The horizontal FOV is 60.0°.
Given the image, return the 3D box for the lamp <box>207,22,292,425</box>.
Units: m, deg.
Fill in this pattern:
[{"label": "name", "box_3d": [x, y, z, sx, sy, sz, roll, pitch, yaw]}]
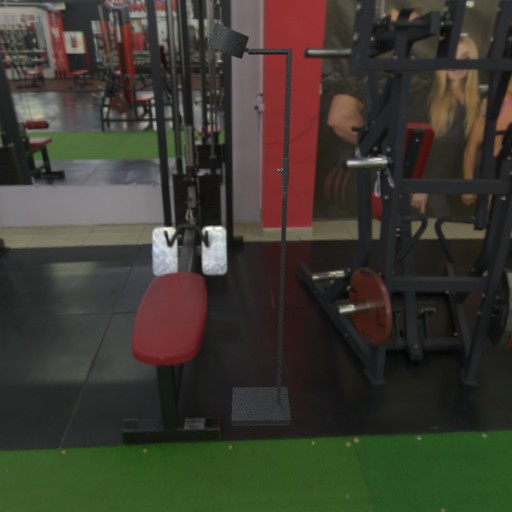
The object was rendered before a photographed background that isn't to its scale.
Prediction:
[{"label": "lamp", "box_3d": [0.000, 0.000, 1.714, 0.304, 1.600, 0.203, 0, 27, -1]}]
